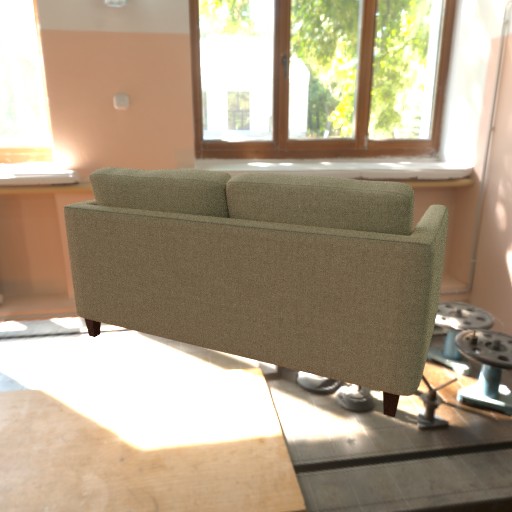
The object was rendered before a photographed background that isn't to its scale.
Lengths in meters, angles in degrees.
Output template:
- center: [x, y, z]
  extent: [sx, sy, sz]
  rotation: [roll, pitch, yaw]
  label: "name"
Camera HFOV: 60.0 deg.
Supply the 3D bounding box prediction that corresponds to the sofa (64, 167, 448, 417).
- center: [0.000, 0.000, 2.448]
  extent: [1.884, 0.963, 0.950]
  rotation: [8, 18, 25]
  label: "sofa"
